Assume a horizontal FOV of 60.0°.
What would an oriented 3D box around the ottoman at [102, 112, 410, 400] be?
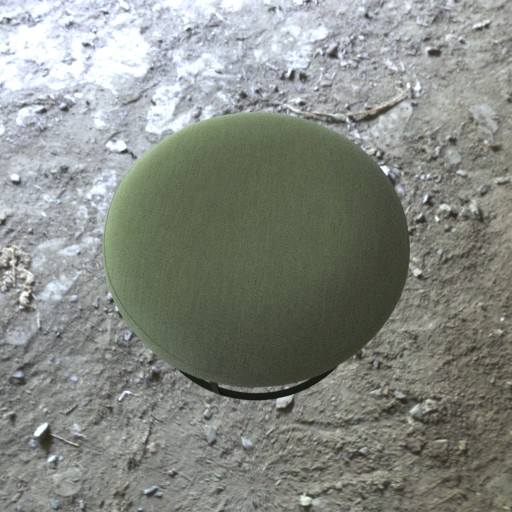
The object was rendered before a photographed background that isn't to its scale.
[{"bbox_3d":[0.000,0.000,1.242,0.769,0.459,0.769,0,62,0],"label":"ottoman"}]
